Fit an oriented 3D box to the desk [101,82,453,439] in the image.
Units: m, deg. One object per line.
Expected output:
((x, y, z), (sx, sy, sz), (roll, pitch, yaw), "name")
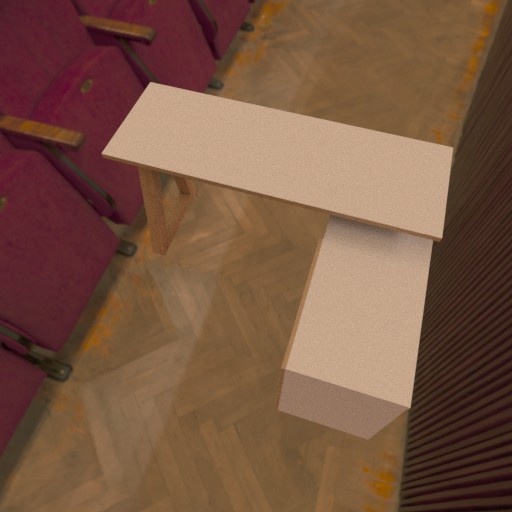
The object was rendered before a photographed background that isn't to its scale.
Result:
((0.000, 0.000, 2.039), (1.404, 0.755, 1.098), (15, 60, 9), "desk")
